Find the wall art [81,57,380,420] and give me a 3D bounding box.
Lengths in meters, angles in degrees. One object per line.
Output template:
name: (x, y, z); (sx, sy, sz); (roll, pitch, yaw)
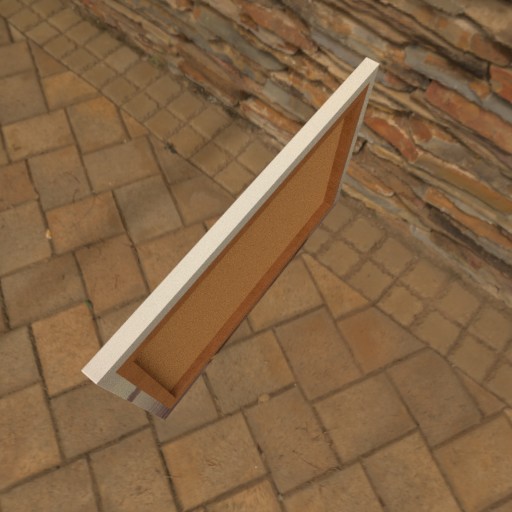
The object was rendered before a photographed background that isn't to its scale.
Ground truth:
wall art: (0.000, 0.000, 1.160); (0.037, 0.609, 0.916); (34, 69, 15)
